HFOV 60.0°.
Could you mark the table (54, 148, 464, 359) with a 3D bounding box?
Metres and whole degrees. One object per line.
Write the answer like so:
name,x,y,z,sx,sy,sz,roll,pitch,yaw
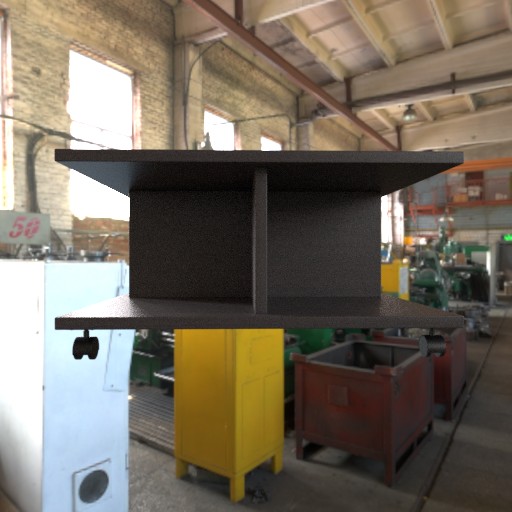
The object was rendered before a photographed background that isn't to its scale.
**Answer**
table,0.000,0.000,1.203,0.762,0.396,0.762,0,0,-2
